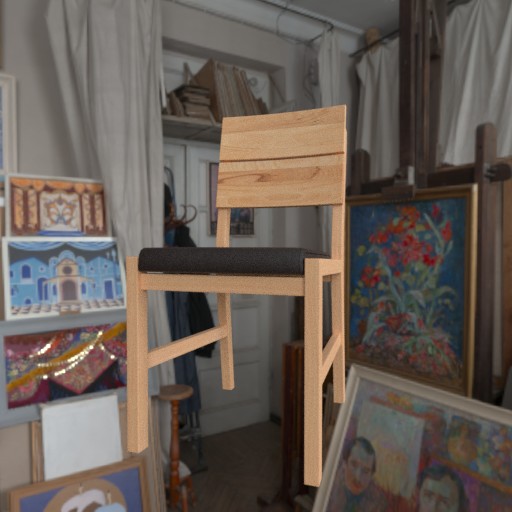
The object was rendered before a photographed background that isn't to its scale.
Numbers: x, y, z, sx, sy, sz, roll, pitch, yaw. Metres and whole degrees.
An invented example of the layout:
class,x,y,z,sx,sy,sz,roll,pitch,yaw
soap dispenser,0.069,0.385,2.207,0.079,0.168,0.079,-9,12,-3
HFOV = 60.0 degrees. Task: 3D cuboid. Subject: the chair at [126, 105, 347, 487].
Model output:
class,x,y,z,sx,sy,sz,roll,pitch,yaw
chair,0.000,0.000,1.249,0.475,0.950,0.560,0,1,20
